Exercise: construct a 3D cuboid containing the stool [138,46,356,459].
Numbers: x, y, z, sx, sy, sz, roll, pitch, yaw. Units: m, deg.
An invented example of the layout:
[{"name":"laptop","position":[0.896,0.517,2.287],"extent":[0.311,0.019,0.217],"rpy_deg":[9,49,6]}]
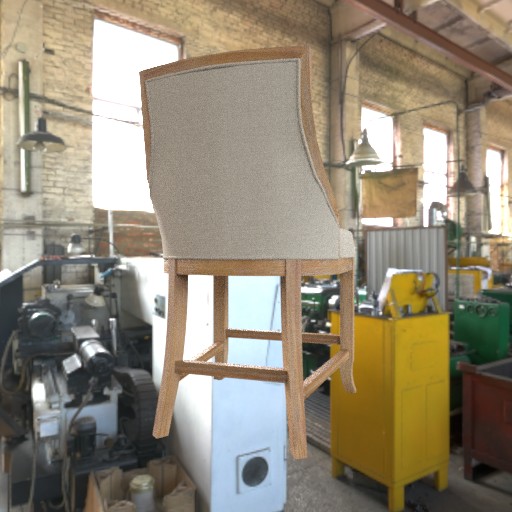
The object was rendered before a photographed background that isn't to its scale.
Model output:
[{"name":"stool","position":[0.000,0.000,1.314],"extent":[0.524,0.938,0.626],"rpy_deg":[0,0,18]}]
